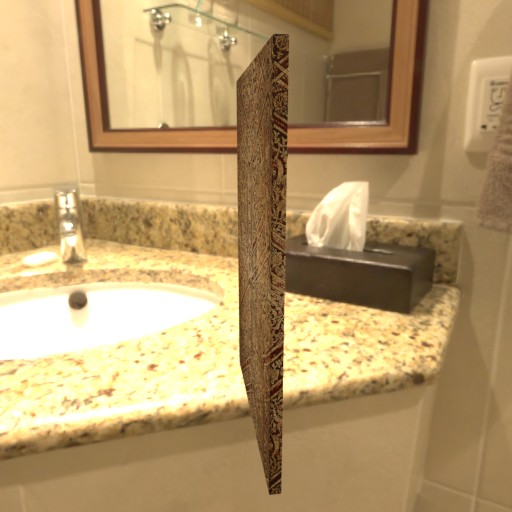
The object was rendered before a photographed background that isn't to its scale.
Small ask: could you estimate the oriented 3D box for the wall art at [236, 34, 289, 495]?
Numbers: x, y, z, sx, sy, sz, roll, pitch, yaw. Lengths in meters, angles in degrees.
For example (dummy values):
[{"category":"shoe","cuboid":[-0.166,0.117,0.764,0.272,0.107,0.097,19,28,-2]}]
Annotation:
[{"category":"wall art","cuboid":[0.000,0.000,0.746,0.020,0.599,0.397,-2,15,-8]}]
